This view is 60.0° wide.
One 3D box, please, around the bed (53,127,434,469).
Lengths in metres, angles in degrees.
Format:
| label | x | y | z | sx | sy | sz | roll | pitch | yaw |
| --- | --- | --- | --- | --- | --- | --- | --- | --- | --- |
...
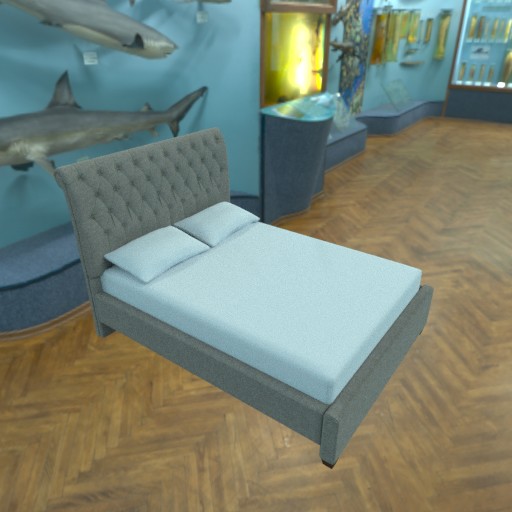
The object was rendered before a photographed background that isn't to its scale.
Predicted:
| label | x | y | z | sx | sy | sz | roll | pitch | yaw |
| --- | --- | --- | --- | --- | --- | --- | --- | --- | --- |
| bed | 0.000 | 0.000 | 3.327 | 2.252 | 1.371 | 1.645 | 19 | 33 | 32 |
